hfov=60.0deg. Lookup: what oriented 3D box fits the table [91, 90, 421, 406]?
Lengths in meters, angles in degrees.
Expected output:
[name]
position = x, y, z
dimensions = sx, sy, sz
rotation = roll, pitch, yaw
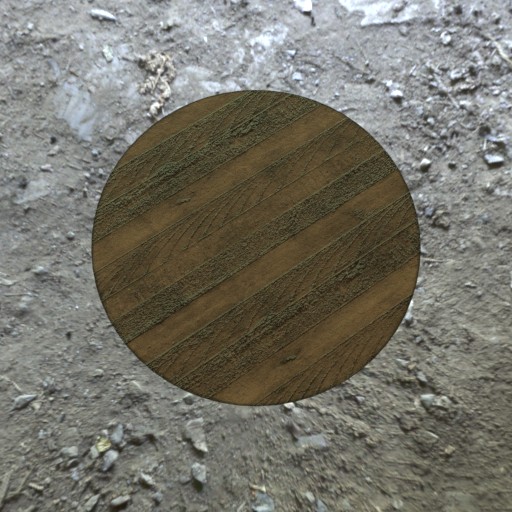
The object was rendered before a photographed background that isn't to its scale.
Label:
[table]
position = 0.000, 0.000, 1.354
dimensions = 0.837, 0.462, 0.837
rotation = 0, 76, 0
